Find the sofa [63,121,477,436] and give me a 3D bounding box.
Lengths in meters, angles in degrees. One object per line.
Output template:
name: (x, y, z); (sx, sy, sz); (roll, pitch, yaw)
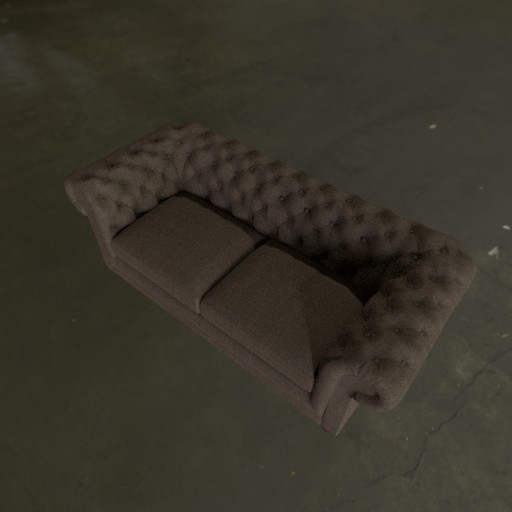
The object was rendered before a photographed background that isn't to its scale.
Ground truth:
sofa: (0.000, 0.000, 2.470); (2.048, 0.780, 0.944); (30, 53, 26)
